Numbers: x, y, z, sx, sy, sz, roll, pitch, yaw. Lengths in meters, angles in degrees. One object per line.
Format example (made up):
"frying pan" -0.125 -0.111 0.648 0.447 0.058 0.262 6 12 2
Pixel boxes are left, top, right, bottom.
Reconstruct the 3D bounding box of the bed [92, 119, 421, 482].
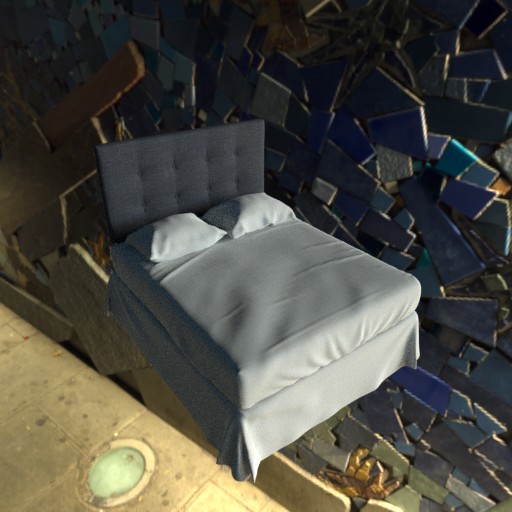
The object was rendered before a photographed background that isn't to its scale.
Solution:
"bed" 0.000 0.000 3.481 1.936 1.577 2.222 -20 35 -31
